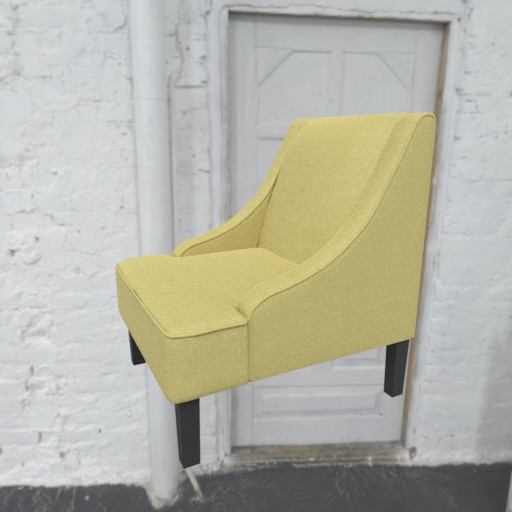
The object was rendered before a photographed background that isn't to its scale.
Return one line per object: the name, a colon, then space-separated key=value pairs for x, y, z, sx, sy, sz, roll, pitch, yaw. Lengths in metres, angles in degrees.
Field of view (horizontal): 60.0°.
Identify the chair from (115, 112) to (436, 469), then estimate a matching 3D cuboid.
chair: x=0.000 y=0.000 z=1.467 sx=0.814 sy=0.896 sz=0.696 roll=-8 pitch=17 yaw=-26
